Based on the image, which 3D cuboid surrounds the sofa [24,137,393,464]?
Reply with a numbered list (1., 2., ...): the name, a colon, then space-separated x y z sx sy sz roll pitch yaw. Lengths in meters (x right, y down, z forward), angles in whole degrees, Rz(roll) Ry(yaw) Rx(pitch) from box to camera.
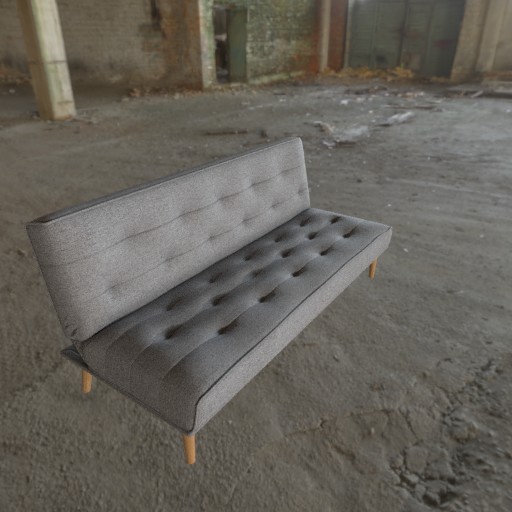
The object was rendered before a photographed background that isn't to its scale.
1. sofa: 0.000 0.000 2.244 0.810 0.830 1.820 18 32 31
